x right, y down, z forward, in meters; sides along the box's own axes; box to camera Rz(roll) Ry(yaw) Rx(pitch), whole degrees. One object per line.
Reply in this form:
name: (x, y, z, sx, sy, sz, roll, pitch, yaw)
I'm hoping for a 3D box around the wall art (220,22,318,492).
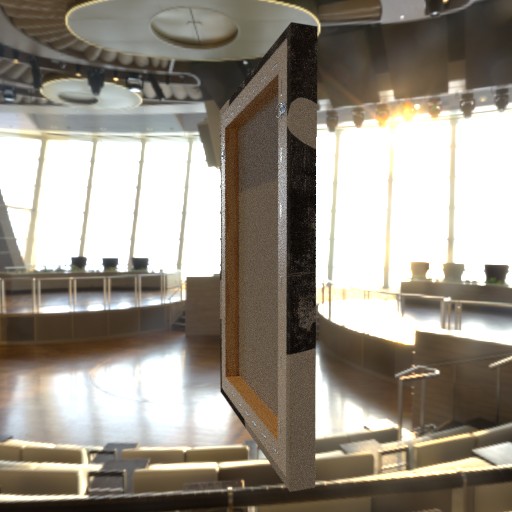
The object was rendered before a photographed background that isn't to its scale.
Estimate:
wall art: (0.000, 0.000, 0.773, 0.039, 0.610, 0.407, -1, 2, -18)
